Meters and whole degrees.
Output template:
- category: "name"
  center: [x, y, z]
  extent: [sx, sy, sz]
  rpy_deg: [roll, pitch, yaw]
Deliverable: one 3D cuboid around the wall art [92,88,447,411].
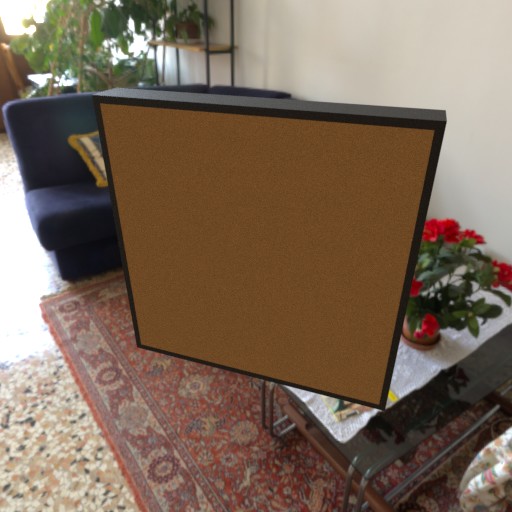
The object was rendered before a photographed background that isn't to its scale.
- category: "wall art"
  center: [0.000, 0.000, 0.454]
  extent: [0.304, 0.304, 0.038]
  rpy_deg: [10, 32, 16]
